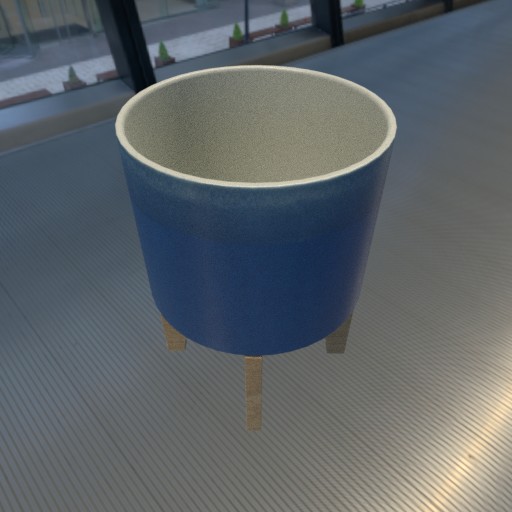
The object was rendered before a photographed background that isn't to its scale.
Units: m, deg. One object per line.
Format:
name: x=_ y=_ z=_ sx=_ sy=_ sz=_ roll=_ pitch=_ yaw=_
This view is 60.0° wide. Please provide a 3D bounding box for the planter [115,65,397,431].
planter: x=0.000 y=0.000 z=0.543 sx=0.261 sy=0.367 sz=0.261 roll=0 pitch=42 yaw=0
